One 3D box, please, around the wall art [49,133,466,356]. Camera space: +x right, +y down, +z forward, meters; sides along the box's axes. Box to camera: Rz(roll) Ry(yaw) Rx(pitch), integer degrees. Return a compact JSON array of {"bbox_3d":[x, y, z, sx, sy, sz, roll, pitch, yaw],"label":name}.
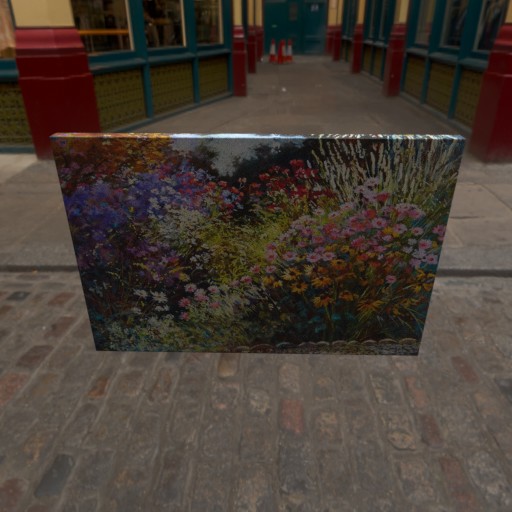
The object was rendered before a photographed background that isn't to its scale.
[{"bbox_3d":[0.000,0.000,1.125,0.908,0.604,0.037,1,28,1],"label":"wall art"}]
